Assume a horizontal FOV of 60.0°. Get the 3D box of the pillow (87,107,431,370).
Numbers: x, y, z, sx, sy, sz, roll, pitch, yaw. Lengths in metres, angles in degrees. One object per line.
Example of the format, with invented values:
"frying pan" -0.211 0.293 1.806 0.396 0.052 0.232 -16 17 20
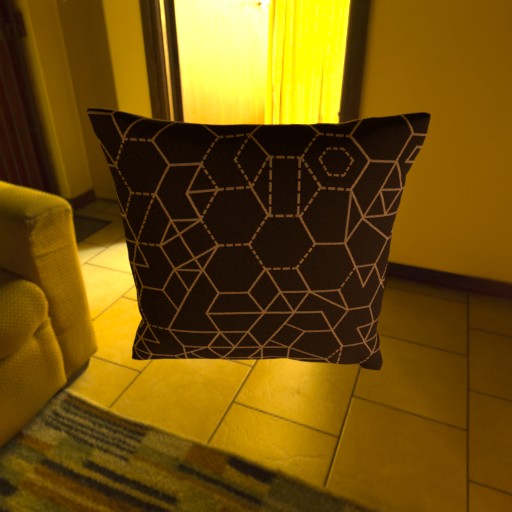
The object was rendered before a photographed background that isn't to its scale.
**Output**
"pillow" 0.000 0.000 0.790 0.517 0.508 0.158 1 30 2
